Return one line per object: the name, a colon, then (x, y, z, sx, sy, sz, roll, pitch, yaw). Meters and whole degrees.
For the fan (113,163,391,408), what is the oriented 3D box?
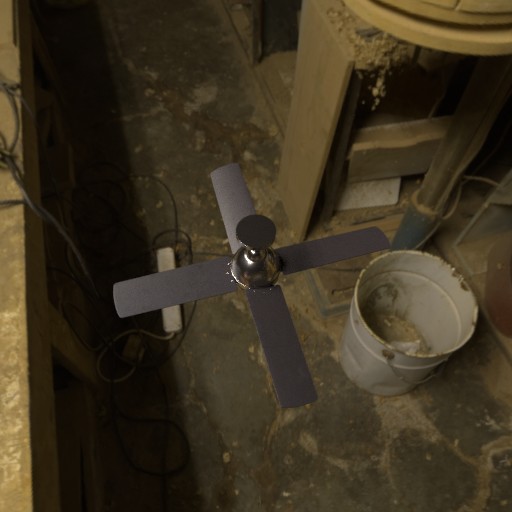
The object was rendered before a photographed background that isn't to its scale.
fan: (0.000, 0.000, 2.020, 1.332, 0.403, 1.332, -13, 59, -8)
